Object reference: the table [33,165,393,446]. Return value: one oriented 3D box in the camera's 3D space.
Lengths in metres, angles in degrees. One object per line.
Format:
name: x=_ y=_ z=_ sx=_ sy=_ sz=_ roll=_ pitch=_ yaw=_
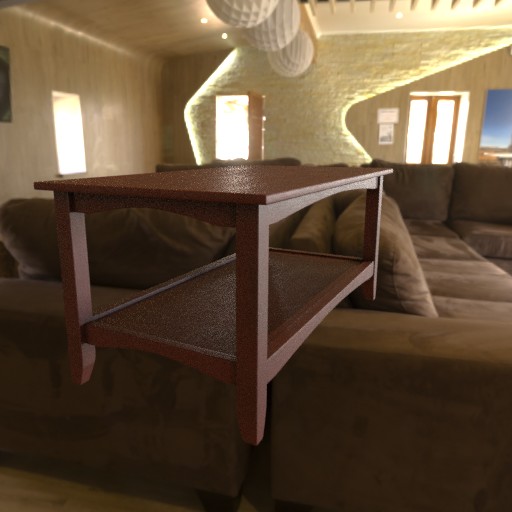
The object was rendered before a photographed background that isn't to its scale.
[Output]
table: x=0.000 y=0.000 z=1.242 sx=0.533 sy=0.456 sz=0.943 roll=7 pitch=16 yaw=27
